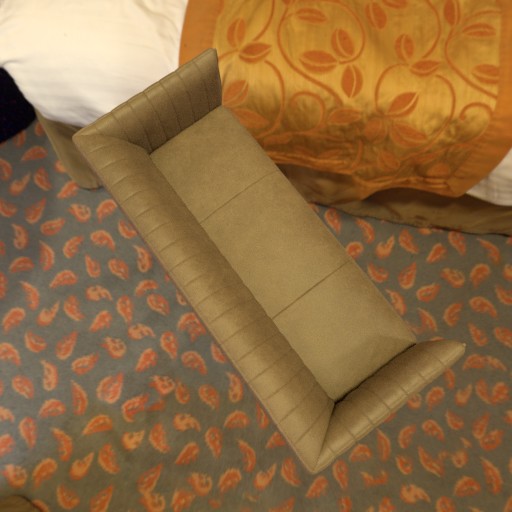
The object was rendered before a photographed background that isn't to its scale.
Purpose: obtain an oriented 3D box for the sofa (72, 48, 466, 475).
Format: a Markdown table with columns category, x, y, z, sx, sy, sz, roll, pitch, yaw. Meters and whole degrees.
| category | x | y | z | sx | sy | sz | roll | pitch | yaw |
| --- | --- | --- | --- | --- | --- | --- | --- | --- | --- |
| sofa | 0.000 | 0.000 | 2.392 | 0.876 | 0.779 | 1.980 | -36 | 79 | -8 |
